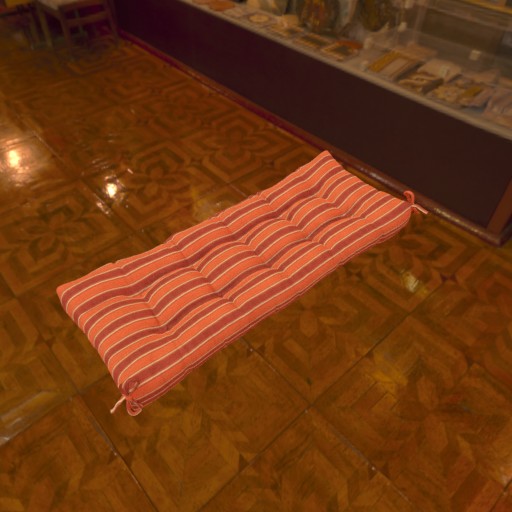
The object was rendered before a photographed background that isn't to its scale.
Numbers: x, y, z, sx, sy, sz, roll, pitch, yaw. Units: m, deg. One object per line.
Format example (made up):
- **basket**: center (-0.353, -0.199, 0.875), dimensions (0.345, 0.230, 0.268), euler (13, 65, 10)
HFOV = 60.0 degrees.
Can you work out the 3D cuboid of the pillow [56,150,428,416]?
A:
- **pillow**: center (0.000, 0.000, 1.416), dimensions (1.194, 0.174, 0.511), euler (-31, 54, -26)
